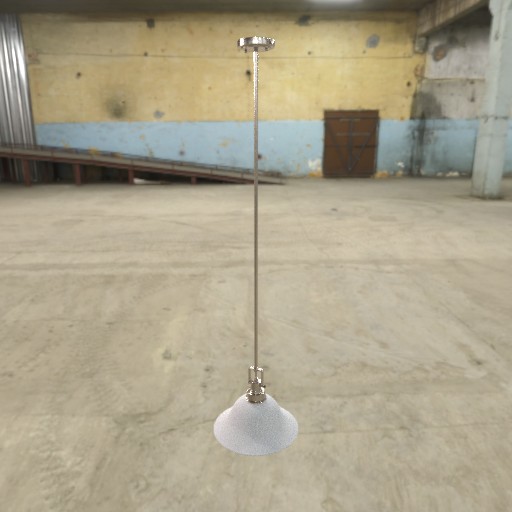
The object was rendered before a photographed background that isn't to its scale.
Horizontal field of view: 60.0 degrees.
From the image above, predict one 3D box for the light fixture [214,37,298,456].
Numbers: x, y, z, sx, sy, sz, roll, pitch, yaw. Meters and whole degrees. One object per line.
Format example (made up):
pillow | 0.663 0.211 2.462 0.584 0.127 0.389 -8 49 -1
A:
light fixture | 0.000 0.000 1.522 0.324 1.354 0.324 8 17 27
